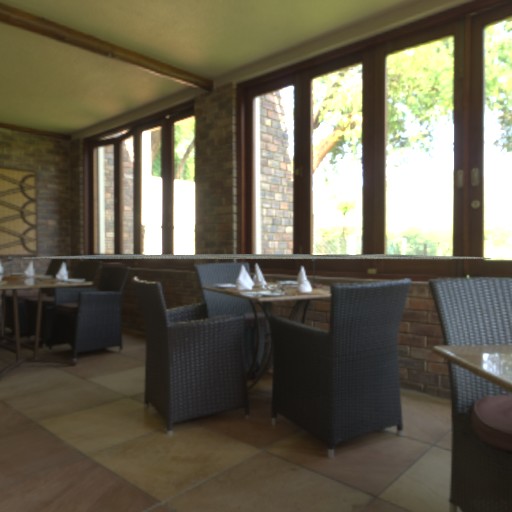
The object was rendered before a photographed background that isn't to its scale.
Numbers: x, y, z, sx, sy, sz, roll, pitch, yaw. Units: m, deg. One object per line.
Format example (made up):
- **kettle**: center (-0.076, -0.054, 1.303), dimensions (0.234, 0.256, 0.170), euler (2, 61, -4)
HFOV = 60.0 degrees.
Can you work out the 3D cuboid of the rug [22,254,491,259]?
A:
- **rug**: center (0.000, 0.000, 2.324), dimensions (1.827, 0.005, 1.229), euler (0, 1, 1)
